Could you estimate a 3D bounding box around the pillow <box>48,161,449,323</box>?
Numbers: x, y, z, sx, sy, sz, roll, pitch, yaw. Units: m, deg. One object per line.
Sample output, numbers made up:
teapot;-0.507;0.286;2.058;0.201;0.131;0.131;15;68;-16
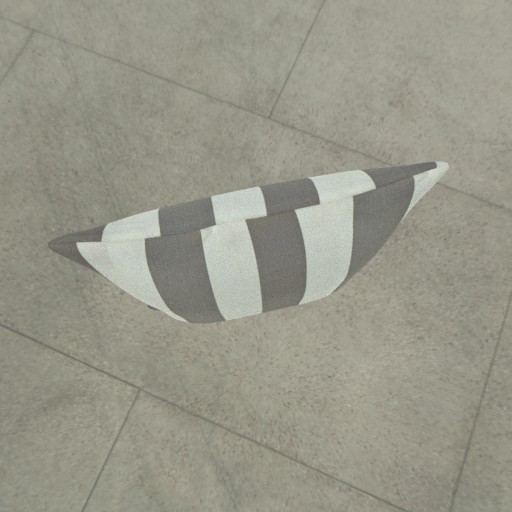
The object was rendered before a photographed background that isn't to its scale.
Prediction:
pillow;0.000;0.000;0.800;0.522;0.507;0.192;-12;76;-3
